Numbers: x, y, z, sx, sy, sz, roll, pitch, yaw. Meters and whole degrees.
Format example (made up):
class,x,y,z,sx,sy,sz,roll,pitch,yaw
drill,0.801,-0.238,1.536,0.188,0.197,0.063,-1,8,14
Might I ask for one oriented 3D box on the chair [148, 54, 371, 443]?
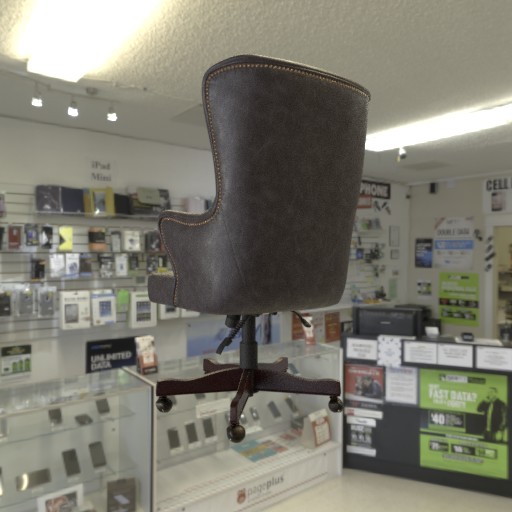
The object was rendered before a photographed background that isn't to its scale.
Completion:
class,x,y,z,sx,sy,sz,roll,pitch,yaw
chair,0.000,0.000,1.499,0.594,1.037,0.717,0,0,-35
